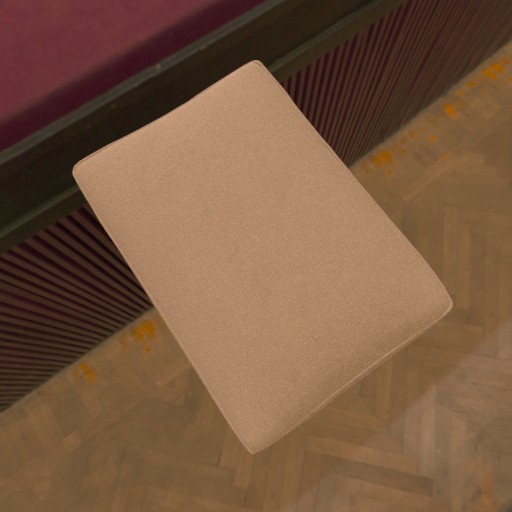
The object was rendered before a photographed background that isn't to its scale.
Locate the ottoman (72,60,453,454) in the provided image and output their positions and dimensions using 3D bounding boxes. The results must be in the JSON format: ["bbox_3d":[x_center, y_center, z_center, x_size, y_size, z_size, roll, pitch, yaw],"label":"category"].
[{"bbox_3d":[0.000,0.000,1.000,0.501,0.456,0.665,-34,77,-9],"label":"ottoman"}]
